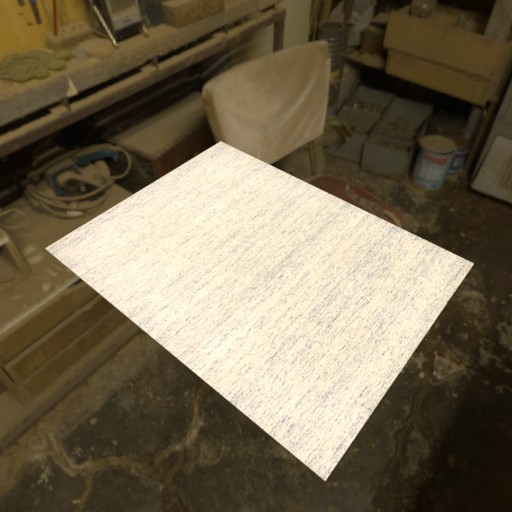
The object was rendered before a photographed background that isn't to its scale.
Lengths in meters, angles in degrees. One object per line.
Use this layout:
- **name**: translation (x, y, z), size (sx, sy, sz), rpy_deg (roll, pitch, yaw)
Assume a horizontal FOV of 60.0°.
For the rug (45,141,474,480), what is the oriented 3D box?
- **rug**: translation (0.000, 0.000, 4.153), size (3.197, 0.006, 2.438), rpy_deg (31, 54, 26)
